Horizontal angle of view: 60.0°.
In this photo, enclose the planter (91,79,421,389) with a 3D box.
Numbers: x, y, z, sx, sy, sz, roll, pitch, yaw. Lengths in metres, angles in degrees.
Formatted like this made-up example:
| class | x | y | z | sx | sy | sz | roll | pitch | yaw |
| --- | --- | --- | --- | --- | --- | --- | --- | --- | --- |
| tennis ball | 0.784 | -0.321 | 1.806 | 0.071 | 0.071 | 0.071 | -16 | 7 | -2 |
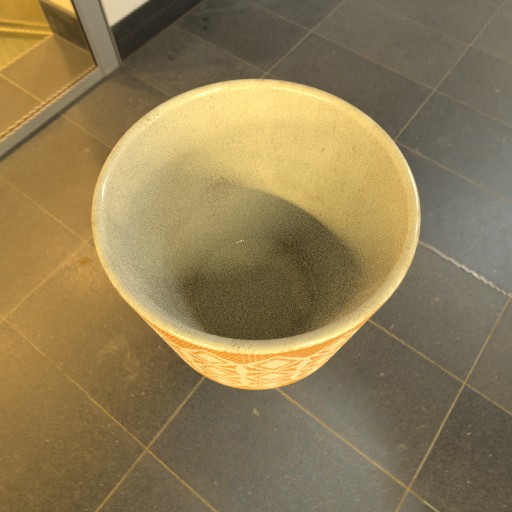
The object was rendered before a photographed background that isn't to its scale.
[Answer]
| class | x | y | z | sx | sy | sz | roll | pitch | yaw |
| --- | --- | --- | --- | --- | --- | --- | --- | --- | --- |
| planter | 0.000 | 0.000 | 0.335 | 0.193 | 0.165 | 0.193 | 0 | 63 | 0 |
